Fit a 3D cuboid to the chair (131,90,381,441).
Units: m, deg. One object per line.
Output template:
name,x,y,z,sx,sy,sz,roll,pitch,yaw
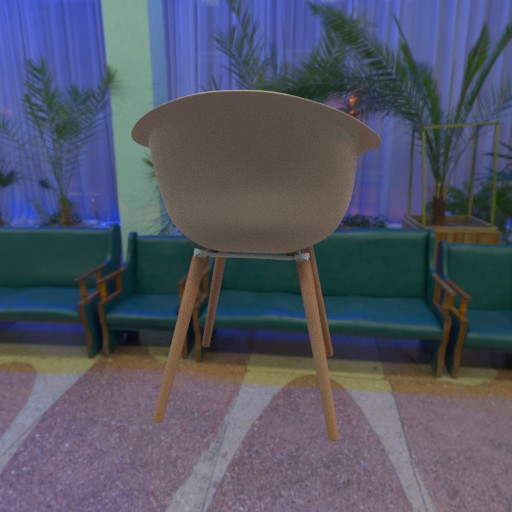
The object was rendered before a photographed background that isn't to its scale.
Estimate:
chair,0.000,0.000,1.171,0.593,0.781,0.504,2,16,9
